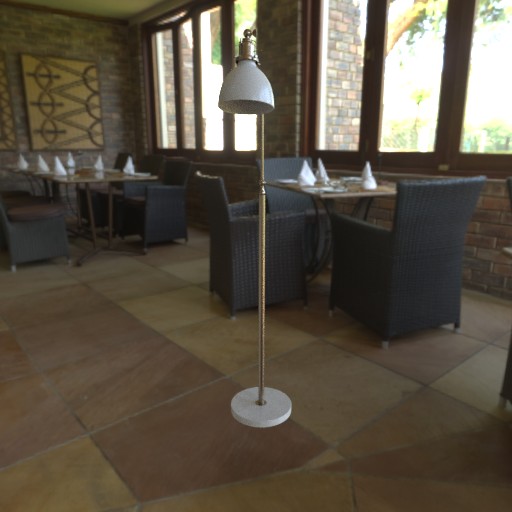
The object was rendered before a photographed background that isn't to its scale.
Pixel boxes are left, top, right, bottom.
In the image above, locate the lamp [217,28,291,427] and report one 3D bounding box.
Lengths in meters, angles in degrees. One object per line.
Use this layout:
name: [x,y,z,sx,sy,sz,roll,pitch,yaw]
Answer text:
lamp: [0.000,0.000,1.776,0.288,1.586,0.599,2,14,9]
